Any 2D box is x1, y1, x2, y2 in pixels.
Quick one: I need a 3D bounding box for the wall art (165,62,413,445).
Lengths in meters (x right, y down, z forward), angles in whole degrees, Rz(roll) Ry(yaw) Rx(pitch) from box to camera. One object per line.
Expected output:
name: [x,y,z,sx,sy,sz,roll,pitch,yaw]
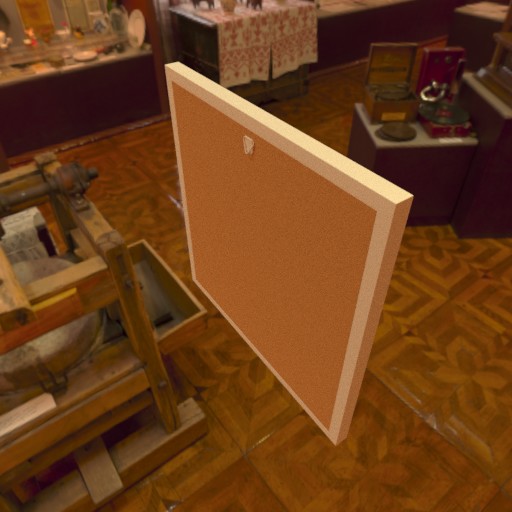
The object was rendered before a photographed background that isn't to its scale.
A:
wall art: [0.000,0.000,1.147,0.050,0.762,0.761,-25,47,-26]
